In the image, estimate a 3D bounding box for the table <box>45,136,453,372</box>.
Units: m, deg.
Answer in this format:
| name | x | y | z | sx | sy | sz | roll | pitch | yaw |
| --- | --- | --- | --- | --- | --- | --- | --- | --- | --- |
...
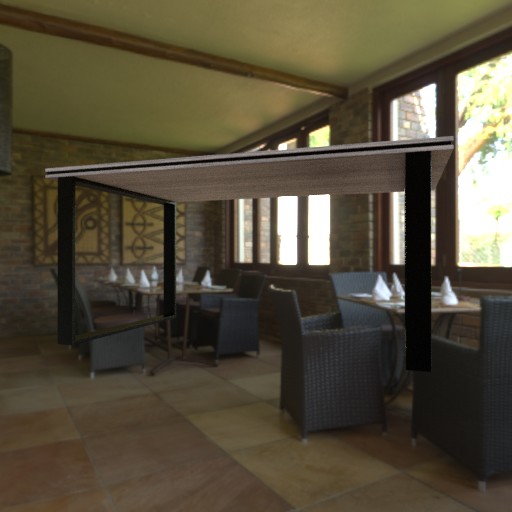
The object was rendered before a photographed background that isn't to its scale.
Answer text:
| name | x | y | z | sx | sy | sz | roll | pitch | yaw |
| --- | --- | --- | --- | --- | --- | --- | --- | --- | --- |
| table | 0.000 | 0.000 | 2.036 | 1.579 | 0.736 | 0.881 | 0 | 0 | 18 |
